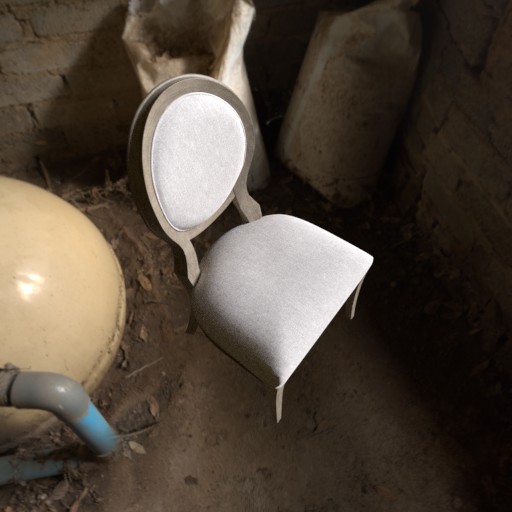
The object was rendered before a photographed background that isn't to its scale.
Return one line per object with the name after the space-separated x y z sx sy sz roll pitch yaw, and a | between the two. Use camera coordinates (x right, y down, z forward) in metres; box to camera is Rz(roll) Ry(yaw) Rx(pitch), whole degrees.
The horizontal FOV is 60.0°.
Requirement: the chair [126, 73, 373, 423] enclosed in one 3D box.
0.000 0.000 1.386 0.602 0.990 0.558 33 63 19 | chair
